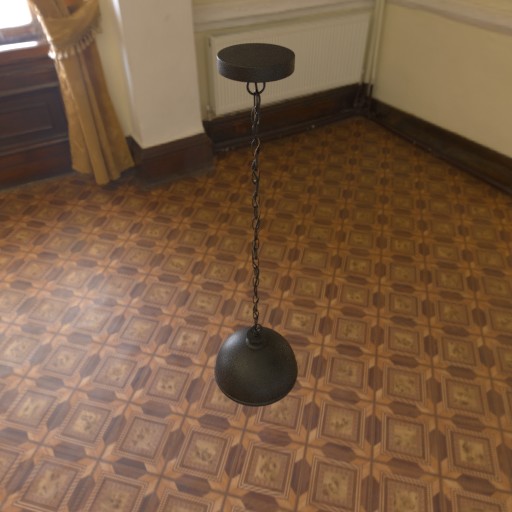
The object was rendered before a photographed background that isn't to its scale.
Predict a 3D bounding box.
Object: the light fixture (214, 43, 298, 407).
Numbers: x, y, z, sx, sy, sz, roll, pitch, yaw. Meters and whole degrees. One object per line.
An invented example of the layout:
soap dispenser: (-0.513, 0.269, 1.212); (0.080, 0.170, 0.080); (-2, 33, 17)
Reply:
light fixture: (0.000, 0.000, 1.262); (0.304, 1.090, 0.304); (-12, 42, -14)
